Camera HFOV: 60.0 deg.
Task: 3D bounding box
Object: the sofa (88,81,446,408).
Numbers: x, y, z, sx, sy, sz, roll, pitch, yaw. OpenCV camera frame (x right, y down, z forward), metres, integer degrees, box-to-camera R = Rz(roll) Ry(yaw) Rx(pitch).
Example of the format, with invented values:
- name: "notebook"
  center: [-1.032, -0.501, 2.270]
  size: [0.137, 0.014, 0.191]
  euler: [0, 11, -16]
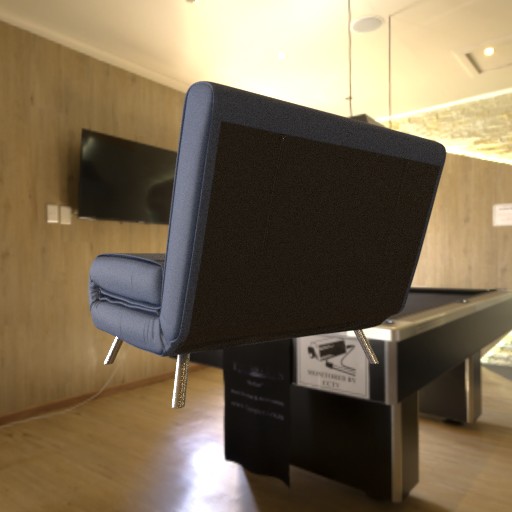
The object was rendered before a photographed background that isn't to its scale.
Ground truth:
- name: "sofa"
  center: [0.000, 0.000, 1.697]
  size: [0.999, 0.860, 0.996]
  euler: [0, 0, -36]
